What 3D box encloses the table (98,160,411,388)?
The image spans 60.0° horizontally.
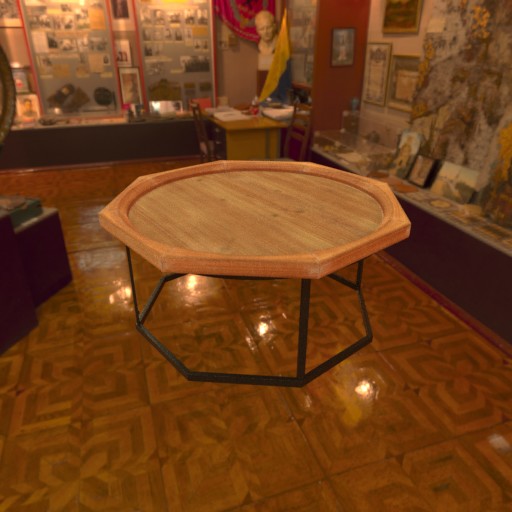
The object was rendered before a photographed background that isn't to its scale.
[{"bbox_3d":[0.000,0.000,1.575,1.002,0.444,1.002,0,27,0],"label":"table"}]
